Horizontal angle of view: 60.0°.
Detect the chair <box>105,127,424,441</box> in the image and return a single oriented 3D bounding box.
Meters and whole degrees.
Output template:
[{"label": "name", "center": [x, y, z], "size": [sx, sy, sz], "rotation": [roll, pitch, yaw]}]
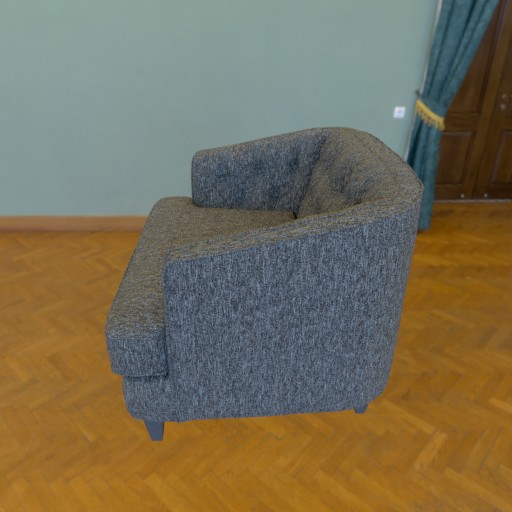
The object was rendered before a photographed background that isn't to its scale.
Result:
[{"label": "chair", "center": [0.000, 0.000, 1.725], "size": [0.941, 0.852, 1.104], "rotation": [-1, 28, -2]}]
